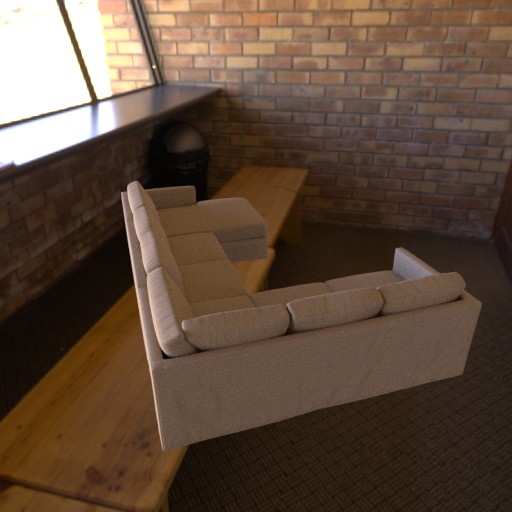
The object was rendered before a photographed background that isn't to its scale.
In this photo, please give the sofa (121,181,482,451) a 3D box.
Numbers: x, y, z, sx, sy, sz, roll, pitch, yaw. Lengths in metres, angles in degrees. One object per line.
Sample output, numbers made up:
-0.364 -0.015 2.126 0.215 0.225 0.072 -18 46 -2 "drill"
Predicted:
0.000 0.000 4.518 2.427 0.882 3.460 -8 28 -16 "sofa"
